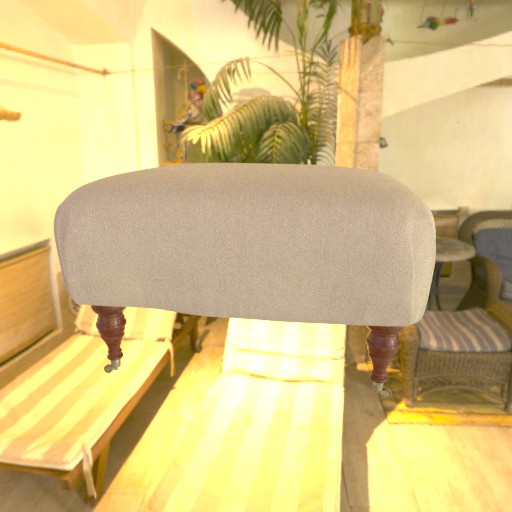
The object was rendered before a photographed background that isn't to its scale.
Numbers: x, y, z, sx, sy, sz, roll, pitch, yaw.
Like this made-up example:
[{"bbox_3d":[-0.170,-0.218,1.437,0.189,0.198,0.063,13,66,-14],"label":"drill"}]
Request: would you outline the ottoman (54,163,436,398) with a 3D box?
[{"bbox_3d":[0.000,0.000,1.105,0.746,0.450,0.622,2,15,9],"label":"ottoman"}]
